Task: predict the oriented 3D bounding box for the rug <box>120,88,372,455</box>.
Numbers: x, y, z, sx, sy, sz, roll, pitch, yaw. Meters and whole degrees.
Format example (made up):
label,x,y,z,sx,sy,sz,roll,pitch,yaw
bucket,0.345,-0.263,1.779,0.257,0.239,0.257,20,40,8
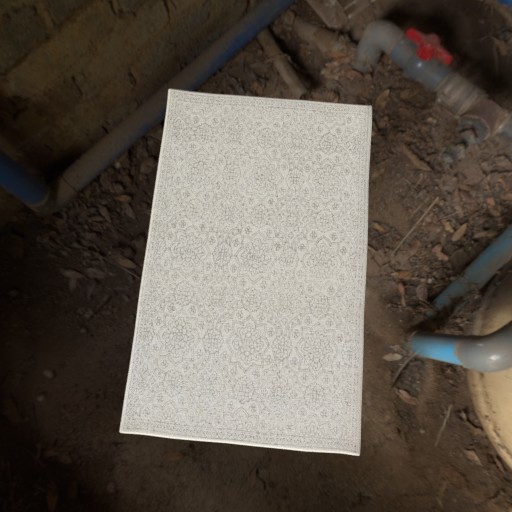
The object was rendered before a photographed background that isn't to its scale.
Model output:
label,x,y,z,sx,sy,sz,roll,pitch,yaw
rug,0.000,0.000,2.428,1.214,0.023,1.947,5,78,1
